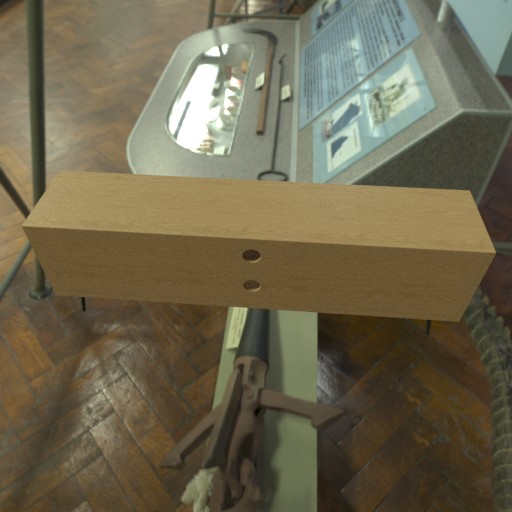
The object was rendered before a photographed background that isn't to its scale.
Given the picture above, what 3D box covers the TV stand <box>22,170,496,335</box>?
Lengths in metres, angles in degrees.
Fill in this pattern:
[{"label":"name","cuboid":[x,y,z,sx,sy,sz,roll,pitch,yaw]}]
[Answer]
[{"label":"TV stand","cuboid":[0.000,0.000,1.985,1.760,0.580,0.400,3,45,3]}]
